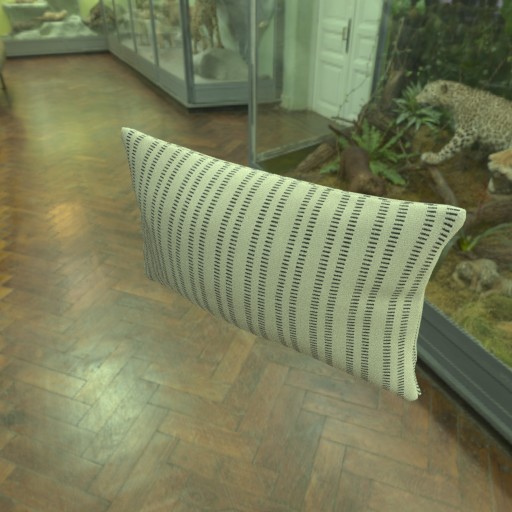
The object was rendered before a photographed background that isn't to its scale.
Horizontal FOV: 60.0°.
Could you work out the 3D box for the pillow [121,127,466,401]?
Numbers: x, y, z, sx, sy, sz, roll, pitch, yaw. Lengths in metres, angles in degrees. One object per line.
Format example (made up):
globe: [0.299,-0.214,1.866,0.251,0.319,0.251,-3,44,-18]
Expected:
pillow: [0.000,0.000,0.787,0.640,0.353,0.210,20,38,29]
